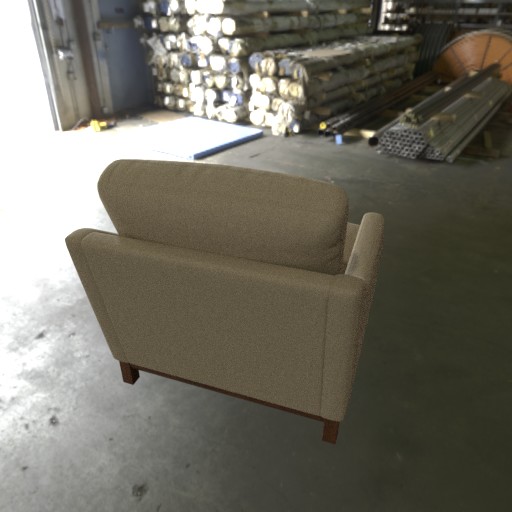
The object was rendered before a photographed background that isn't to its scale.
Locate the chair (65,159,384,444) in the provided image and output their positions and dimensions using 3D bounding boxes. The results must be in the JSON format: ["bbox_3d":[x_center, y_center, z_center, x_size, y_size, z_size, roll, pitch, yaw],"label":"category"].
[{"bbox_3d":[0.000,0.000,1.727,0.912,0.916,1.001,10,31,17],"label":"chair"}]
